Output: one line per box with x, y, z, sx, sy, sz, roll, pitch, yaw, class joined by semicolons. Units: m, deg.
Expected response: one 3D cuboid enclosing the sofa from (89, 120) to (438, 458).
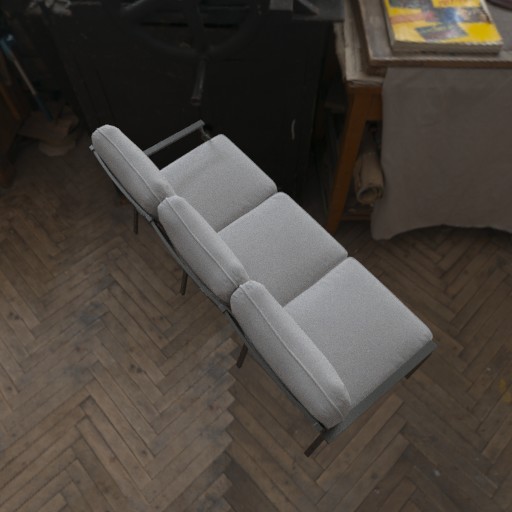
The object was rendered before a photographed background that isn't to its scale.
0.000;0.000;2.208;0.787;0.860;1.740;-33;63;-19;sofa
